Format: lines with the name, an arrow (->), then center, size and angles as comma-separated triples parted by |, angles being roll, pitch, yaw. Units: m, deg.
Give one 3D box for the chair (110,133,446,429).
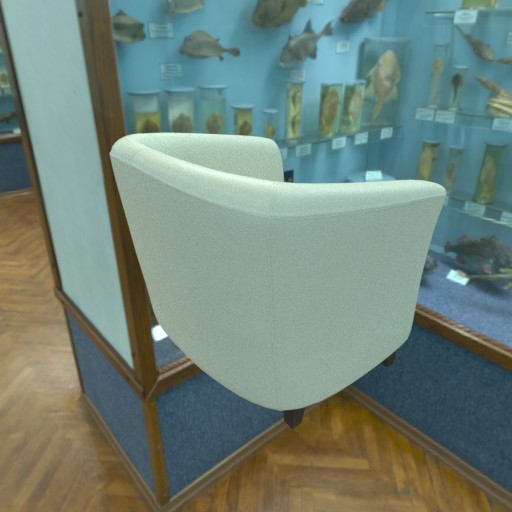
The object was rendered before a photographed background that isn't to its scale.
chair -> 0.000, 0.000, 1.371 | 0.727, 0.756, 0.792 | -19, 33, -33
